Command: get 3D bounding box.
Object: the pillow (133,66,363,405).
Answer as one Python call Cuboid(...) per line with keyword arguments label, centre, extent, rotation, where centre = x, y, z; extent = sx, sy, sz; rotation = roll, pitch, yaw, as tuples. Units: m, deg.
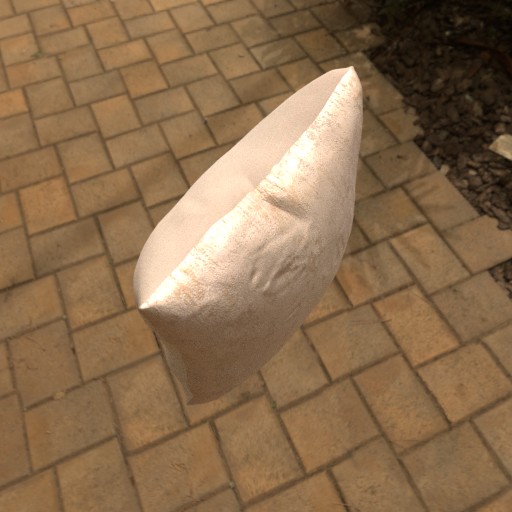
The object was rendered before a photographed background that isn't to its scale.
Cuboid(label="pillow", centre=(0.000, 0.000, 0.714), extent=(0.245, 0.448, 0.450), rotation=(33, 65, 18))
